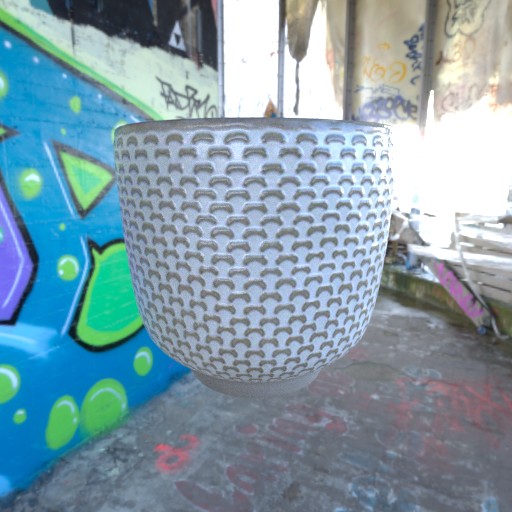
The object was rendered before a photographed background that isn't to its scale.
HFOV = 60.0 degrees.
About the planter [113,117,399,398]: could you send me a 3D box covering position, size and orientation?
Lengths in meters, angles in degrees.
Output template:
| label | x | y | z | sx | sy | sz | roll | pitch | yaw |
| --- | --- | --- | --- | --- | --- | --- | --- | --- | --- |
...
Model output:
| label | x | y | z | sx | sy | sz | roll | pitch | yaw |
| --- | --- | --- | --- | --- | --- | --- | --- | --- | --- |
| planter | 0.000 | 0.000 | 0.294 | 0.173 | 0.160 | 0.173 | 0 | 11 | 0 |
